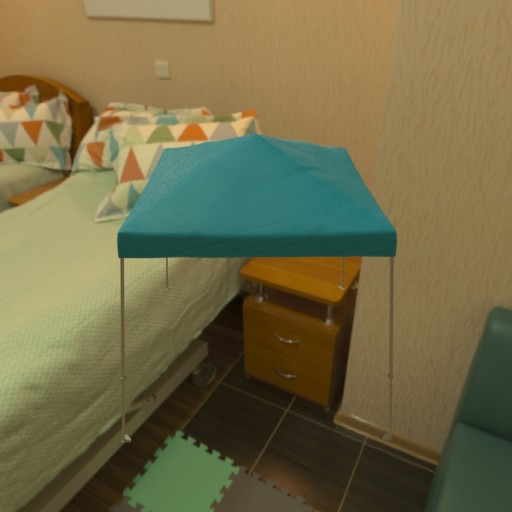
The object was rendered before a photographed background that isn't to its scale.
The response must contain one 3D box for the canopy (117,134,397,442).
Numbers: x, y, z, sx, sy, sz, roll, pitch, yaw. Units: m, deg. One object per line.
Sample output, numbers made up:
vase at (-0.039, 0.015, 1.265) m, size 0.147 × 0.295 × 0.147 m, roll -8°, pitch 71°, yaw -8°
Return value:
canopy at (0.000, 0.000, 6.537) m, size 3.600 × 3.600 × 3.599 m, roll 0°, pitch 31°, yaw 0°
